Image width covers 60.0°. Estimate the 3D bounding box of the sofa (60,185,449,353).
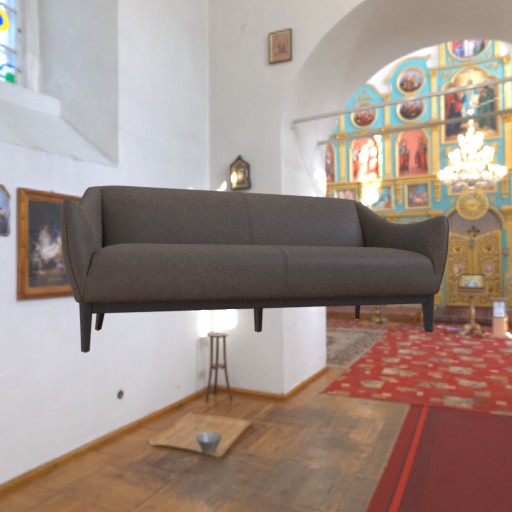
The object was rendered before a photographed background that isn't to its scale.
[{"bbox_3d":[0.000,0.000,2.449,1.928,0.831,0.869,1,-2,-19],"label":"sofa"}]
